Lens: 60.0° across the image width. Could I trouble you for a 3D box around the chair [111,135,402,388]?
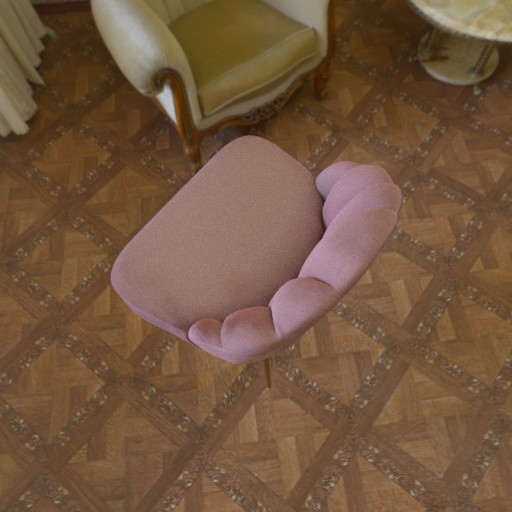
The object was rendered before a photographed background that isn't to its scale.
[{"bbox_3d":[0.000,0.000,1.276,0.599,0.819,0.657,34,68,15],"label":"chair"}]
